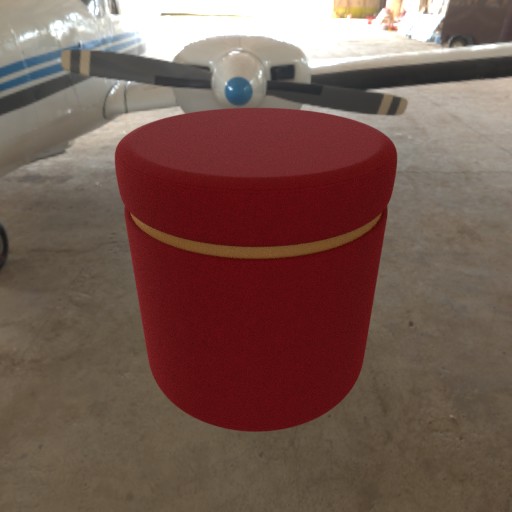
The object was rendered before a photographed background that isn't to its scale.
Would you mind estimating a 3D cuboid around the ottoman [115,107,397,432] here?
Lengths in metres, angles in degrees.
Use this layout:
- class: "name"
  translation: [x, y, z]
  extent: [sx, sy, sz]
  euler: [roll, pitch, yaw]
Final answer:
- class: "ottoman"
  translation: [0.000, 0.000, 0.740]
  extent: [0.400, 0.406, 0.400]
  euler: [0, 30, 0]
